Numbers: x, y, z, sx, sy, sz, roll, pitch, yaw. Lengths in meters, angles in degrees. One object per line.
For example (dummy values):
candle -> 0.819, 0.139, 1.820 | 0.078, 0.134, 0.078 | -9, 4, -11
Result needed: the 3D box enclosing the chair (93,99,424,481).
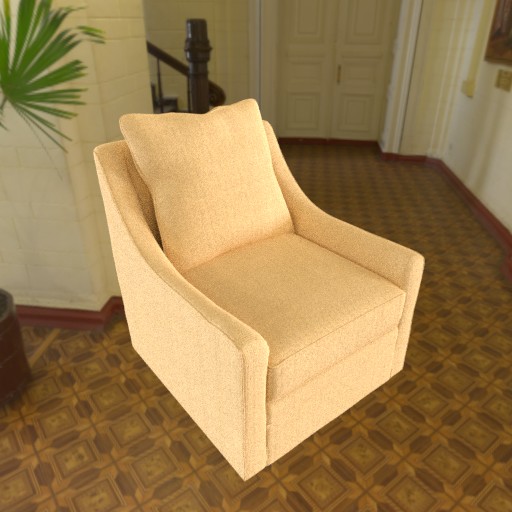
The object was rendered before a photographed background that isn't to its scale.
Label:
chair -> 0.000, 0.000, 1.562 | 0.760, 0.927, 0.876 | -20, 34, -33
